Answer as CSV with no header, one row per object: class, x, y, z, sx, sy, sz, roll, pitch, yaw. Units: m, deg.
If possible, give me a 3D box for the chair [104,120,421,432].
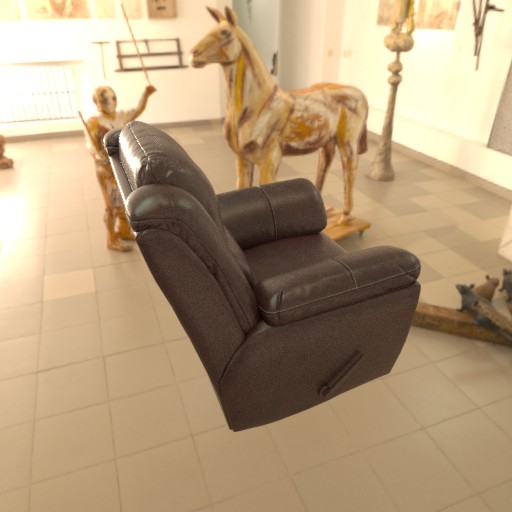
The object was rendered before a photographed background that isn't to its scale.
chair,0.000,0.000,1.882,1.041,1.093,0.990,-11,32,-18
